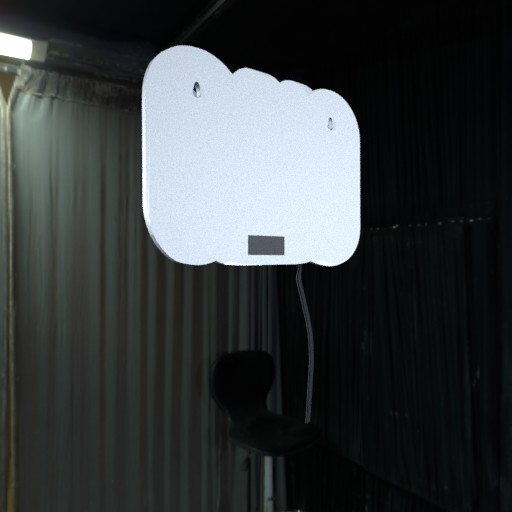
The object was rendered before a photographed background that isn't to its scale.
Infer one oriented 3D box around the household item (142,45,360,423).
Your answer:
[{"bbox_3d":[0.000,0.000,0.370,0.211,0.294,0.042,0,0,-36],"label":"household item"}]
